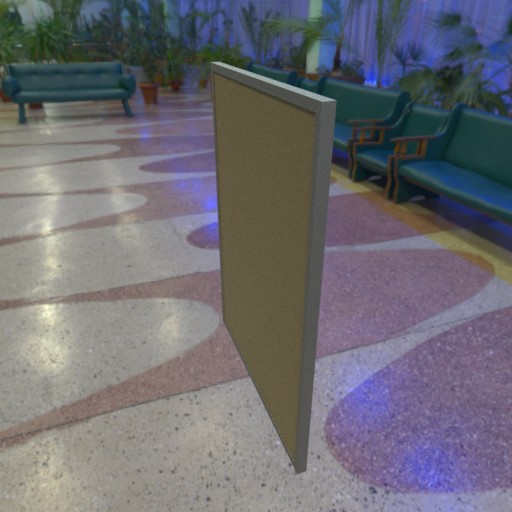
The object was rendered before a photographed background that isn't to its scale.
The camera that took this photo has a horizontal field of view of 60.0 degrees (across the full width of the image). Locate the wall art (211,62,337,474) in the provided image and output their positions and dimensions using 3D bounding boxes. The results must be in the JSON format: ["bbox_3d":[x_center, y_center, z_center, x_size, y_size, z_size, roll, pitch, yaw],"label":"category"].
[{"bbox_3d":[0.000,0.000,1.375,0.034,1.042,0.789,-10,30,-17],"label":"wall art"}]
